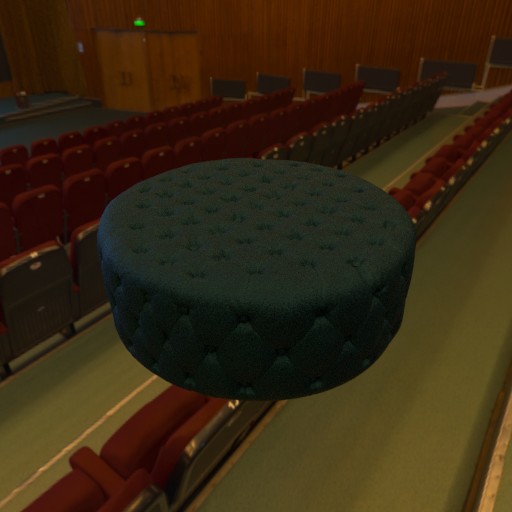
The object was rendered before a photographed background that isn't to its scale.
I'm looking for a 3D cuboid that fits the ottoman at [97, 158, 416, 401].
[{"bbox_3d":[0.000,0.000,1.495,0.998,0.398,0.998,0,31,0],"label":"ottoman"}]
